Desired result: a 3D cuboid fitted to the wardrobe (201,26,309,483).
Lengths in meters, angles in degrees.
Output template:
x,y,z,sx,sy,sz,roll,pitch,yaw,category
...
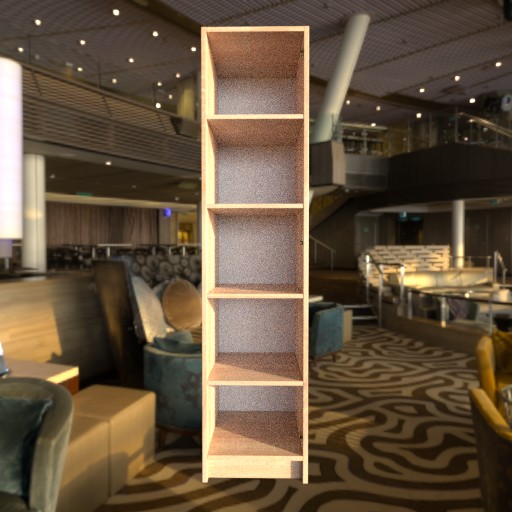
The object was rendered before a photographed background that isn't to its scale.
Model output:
x,y,z,sx,sy,sz,roll,pitch,yaw,category
0.000,0.000,2.348,0.496,2.117,0.588,0,1,1,wardrobe
